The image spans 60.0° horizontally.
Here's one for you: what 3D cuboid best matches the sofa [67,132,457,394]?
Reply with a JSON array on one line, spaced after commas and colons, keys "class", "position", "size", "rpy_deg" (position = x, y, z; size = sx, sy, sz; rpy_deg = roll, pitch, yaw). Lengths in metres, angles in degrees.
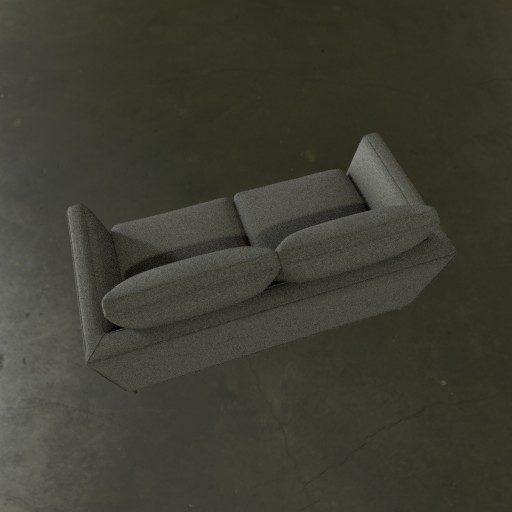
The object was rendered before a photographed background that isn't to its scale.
[{"class": "sofa", "position": [0.000, 0.000, 2.170], "size": [1.594, 0.924, 0.803], "rpy_deg": [-16, 60, -9]}]
